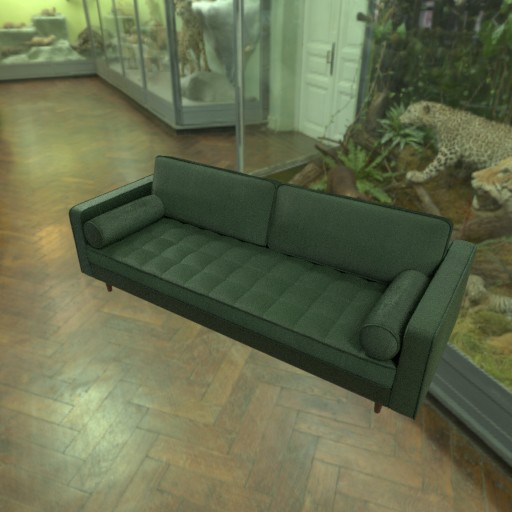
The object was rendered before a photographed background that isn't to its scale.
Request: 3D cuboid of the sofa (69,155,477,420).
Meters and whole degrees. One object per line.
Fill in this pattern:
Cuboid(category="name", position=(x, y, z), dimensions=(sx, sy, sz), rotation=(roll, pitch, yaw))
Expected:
Cuboid(category="sofa", position=(0.000, 0.000, 2.595), dimensions=(2.199, 0.769, 0.918), rotation=(18, 35, 28))
